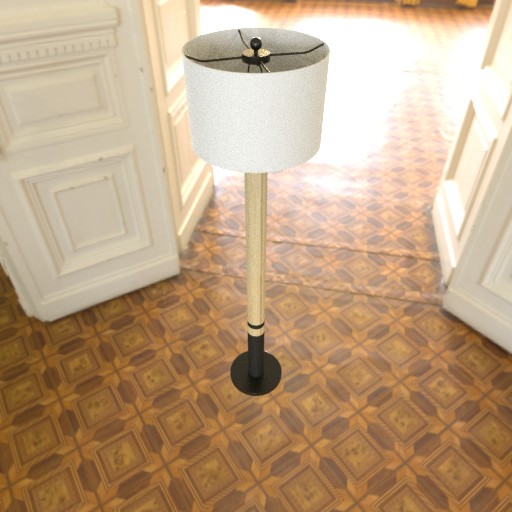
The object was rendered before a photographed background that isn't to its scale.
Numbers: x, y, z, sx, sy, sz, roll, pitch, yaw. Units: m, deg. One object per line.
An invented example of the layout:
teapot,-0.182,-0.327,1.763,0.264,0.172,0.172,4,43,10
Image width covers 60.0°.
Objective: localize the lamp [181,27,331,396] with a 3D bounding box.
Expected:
lamp,0.000,0.000,1.613,0.381,1.478,0.381,-25,47,-25
